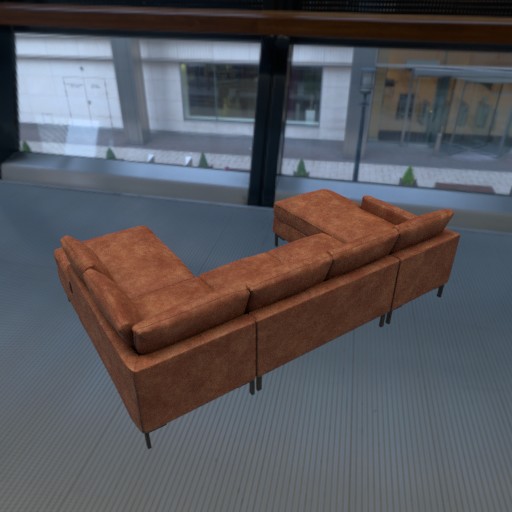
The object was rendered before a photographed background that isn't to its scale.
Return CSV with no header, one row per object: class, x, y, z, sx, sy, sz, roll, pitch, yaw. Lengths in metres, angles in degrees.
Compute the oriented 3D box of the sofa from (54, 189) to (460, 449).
sofa,0.000,0.000,3.874,2.956,0.900,1.939,-19,35,-29
